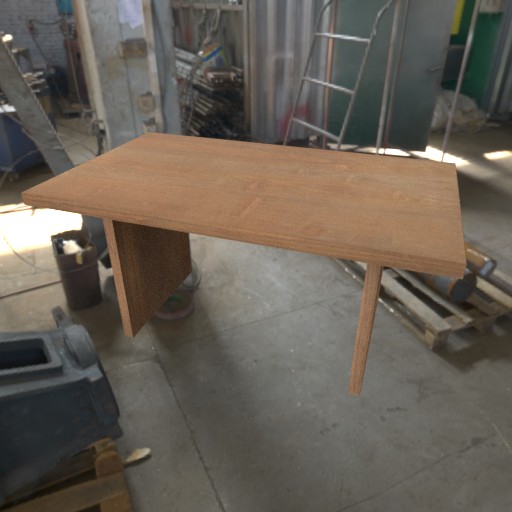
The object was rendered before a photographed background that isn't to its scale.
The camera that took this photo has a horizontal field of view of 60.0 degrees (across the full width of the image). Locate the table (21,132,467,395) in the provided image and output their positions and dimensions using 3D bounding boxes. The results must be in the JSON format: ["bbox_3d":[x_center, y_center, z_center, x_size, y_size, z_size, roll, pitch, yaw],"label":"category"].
[{"bbox_3d":[0.000,0.000,2.076,1.609,0.780,0.946,10,32,17],"label":"table"}]
